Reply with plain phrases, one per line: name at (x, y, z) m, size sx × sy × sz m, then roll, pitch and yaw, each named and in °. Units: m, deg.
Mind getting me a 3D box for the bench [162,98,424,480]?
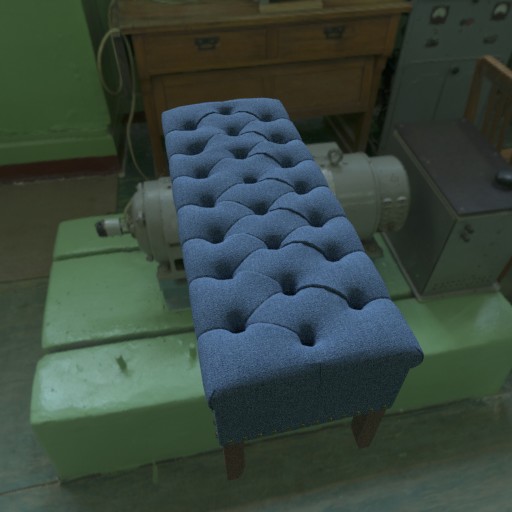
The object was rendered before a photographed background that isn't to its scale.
bench at (0.000, 0.000, 1.293) m, size 0.417 × 0.492 × 1.052 m, roll -9°, pitch 46°, yaw -9°
